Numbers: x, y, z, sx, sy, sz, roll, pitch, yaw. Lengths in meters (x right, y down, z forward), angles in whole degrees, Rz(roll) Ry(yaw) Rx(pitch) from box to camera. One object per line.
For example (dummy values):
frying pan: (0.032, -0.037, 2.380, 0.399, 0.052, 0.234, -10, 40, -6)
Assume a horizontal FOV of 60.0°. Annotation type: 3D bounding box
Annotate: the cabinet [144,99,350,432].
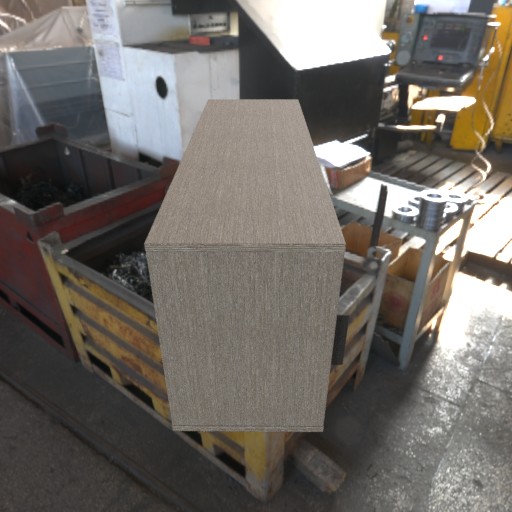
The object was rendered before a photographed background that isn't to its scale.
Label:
cabinet: (0.000, 0.000, 1.532, 0.405, 0.787, 1.194, 0, 32, 0)
